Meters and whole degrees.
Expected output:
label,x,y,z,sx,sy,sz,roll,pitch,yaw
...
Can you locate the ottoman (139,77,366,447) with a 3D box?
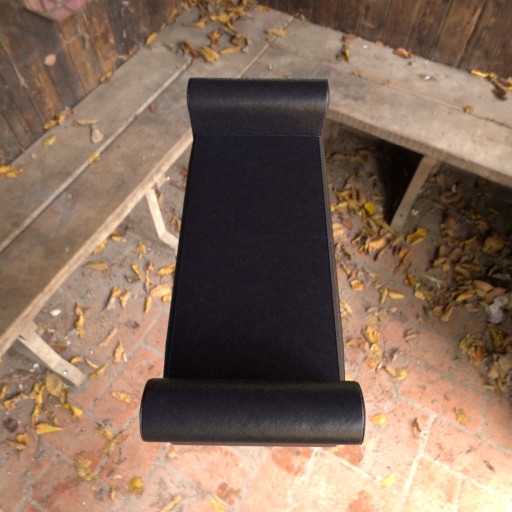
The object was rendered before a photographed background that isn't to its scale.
label,x,y,z,sx,sy,sz,roll,pitch,yaw
ottoman,0.000,0.000,1.514,0.521,0.547,1.256,1,58,0
